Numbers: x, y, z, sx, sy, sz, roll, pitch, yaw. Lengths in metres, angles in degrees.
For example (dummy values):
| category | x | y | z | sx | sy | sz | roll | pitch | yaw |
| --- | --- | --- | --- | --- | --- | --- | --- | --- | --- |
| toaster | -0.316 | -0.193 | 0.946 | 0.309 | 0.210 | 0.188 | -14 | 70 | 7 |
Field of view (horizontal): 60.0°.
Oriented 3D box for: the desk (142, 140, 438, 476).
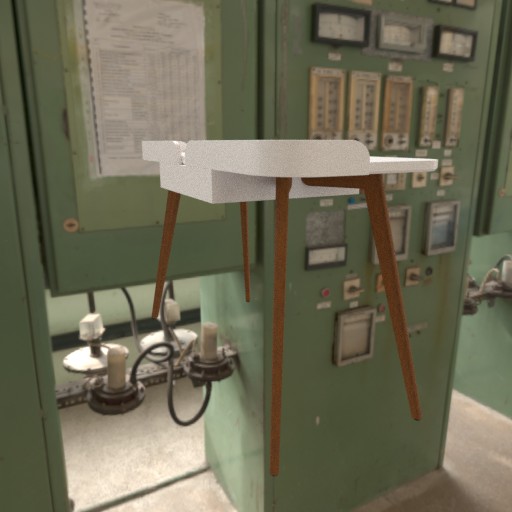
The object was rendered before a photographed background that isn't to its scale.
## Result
| category | x | y | z | sx | sy | sz | roll | pitch | yaw |
| --- | --- | --- | --- | --- | --- | --- | --- | --- | --- |
| desk | 0.000 | 0.000 | 1.605 | 0.534 | 0.807 | 1.206 | -7 | 16 | -26 |
